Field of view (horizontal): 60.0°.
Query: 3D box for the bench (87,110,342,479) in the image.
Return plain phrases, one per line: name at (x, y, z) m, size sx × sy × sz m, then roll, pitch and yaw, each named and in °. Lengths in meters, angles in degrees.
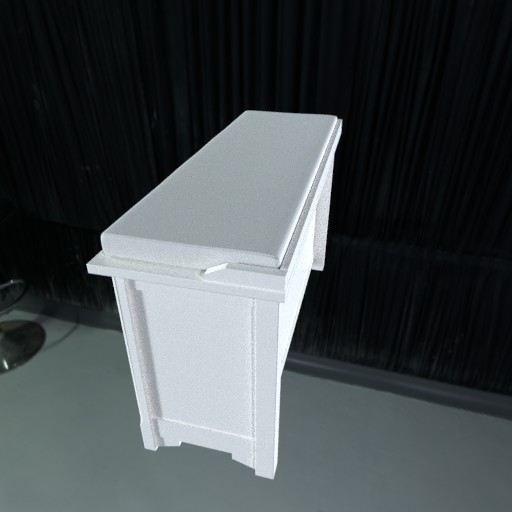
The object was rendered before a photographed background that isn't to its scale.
bench at (0.000, 0.000, 1.259) m, size 0.346 × 0.589 × 0.987 m, roll 8°, pitch 32°, yaw 12°
